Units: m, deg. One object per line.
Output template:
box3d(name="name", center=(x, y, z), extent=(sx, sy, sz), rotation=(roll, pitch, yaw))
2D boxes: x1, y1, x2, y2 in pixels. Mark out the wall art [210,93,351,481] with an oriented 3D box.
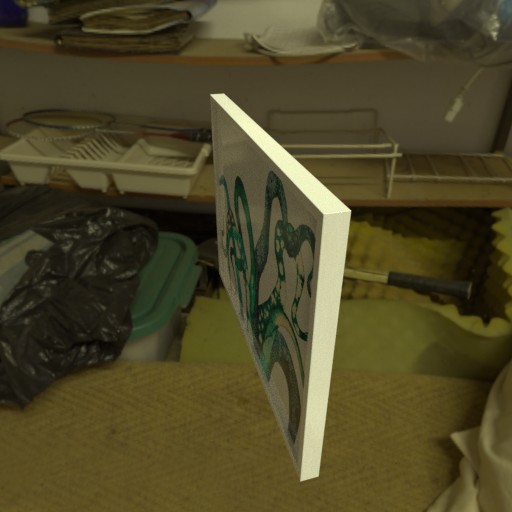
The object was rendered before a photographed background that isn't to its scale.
box3d(name="wall art", center=(0.000, 0.000, 1.409), extent=(0.053, 0.787, 1.041), rotation=(-8, 32, -14))
